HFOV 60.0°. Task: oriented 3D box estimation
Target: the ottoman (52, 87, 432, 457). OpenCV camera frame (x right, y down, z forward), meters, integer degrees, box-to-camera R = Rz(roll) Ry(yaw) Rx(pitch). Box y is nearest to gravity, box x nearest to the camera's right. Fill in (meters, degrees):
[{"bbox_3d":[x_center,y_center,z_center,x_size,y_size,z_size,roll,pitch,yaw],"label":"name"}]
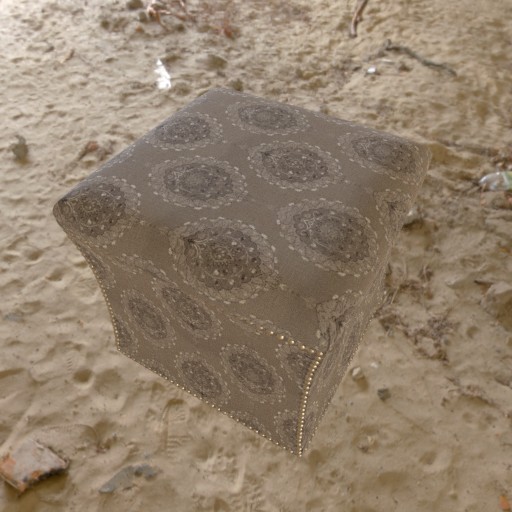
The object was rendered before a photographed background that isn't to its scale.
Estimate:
[{"bbox_3d":[0.000,0.000,0.906,0.507,0.473,0.497,23,51,21],"label":"ottoman"}]
